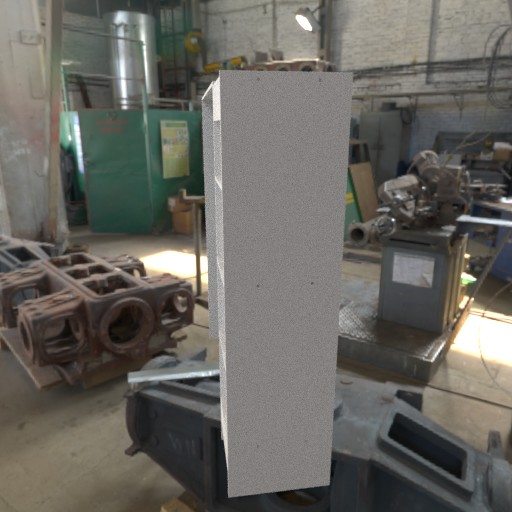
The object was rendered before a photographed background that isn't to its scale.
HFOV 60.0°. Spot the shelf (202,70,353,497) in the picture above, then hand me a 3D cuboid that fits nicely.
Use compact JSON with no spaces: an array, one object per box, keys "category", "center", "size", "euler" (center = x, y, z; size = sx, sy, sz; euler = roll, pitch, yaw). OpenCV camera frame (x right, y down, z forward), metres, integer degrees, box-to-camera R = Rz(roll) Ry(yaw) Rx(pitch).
[{"category":"shelf","center":[0.000,0.000,2.560],"size":[0.500,1.810,1.600],"euler":[-3,17,-8]}]
